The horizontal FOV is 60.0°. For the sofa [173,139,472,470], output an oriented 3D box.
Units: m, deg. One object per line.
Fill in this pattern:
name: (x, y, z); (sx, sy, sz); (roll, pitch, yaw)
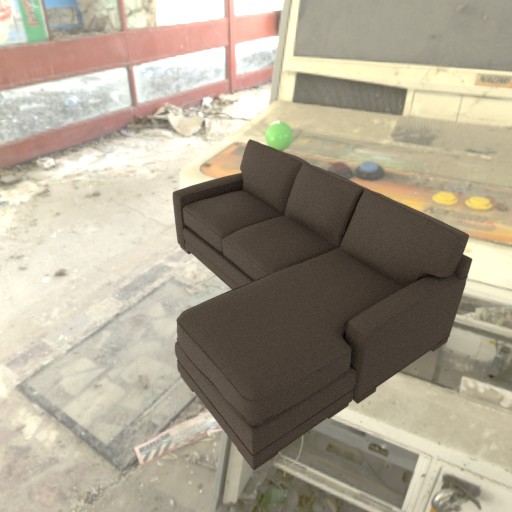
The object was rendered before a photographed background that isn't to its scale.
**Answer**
sofa: (0.000, 0.000, 3.365); (1.790, 0.973, 2.370); (-21, 38, -30)
